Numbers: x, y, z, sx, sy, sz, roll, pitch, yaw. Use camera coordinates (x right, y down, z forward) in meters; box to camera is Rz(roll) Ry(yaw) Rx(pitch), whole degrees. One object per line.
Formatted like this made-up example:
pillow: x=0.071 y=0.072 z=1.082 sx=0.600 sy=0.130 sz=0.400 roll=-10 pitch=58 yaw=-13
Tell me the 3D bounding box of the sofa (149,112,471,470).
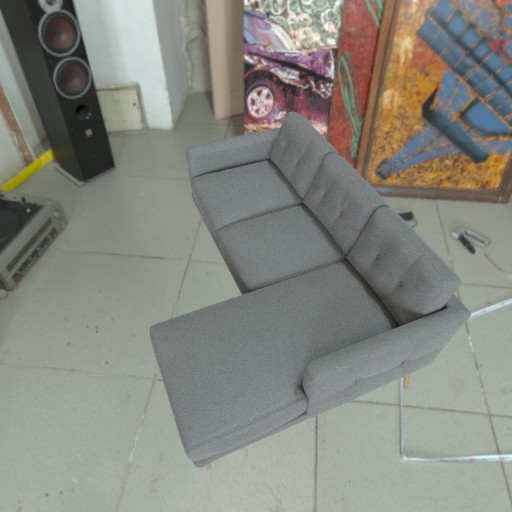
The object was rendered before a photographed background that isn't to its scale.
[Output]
sofa: x=0.000 y=0.000 z=2.806 sx=1.530 sy=0.860 sz=2.040 roll=-17 pitch=49 yaw=-16
